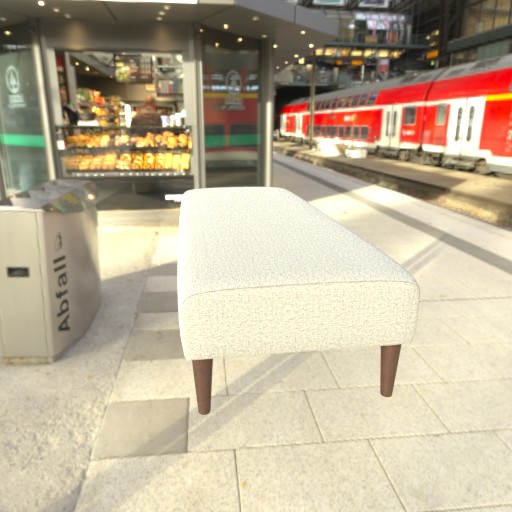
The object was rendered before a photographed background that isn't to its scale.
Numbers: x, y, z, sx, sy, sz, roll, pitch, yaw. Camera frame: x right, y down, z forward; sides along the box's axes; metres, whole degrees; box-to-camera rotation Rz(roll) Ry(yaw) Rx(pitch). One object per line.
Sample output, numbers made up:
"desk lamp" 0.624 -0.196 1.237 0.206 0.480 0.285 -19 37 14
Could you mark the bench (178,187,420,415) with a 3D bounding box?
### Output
"bench" 0.000 0.000 1.858 0.631 0.383 1.598 -3 17 -8
